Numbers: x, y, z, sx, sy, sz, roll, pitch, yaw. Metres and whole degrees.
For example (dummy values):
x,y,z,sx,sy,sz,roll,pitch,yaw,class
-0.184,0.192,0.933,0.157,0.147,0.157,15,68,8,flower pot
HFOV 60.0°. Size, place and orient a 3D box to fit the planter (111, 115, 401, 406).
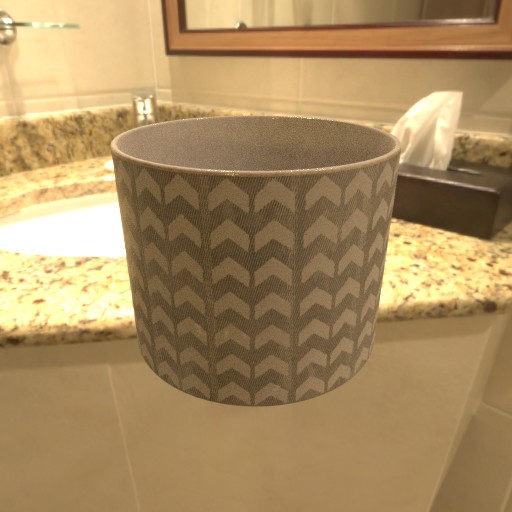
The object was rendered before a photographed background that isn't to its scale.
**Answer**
x,y,z,sx,sy,sz,roll,pitch,yaw,class
0.000,0.000,0.448,0.250,0.239,0.250,0,26,0,planter
